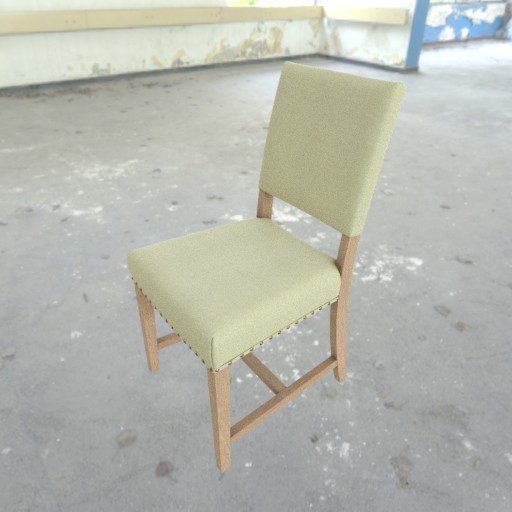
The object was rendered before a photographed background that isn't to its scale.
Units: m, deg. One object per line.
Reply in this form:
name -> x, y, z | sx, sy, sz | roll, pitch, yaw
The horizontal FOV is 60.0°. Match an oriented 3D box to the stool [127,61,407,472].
stool -> 0.000, 0.000, 1.325 | 0.623, 0.986, 0.508 | -21, 37, -30
